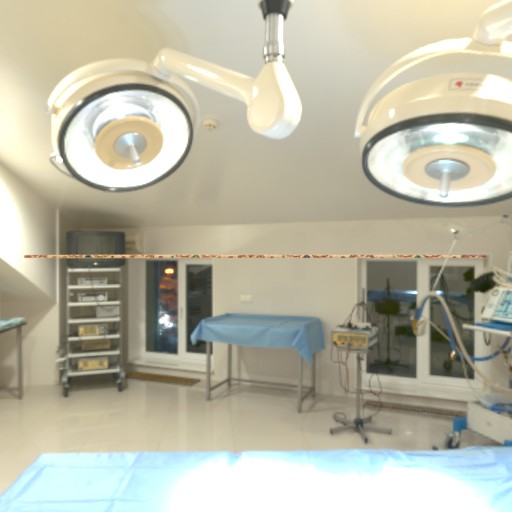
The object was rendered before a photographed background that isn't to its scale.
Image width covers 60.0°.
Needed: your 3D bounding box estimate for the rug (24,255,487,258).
[{"bbox_3d":[0.000,0.000,2.365,1.838,0.013,1.226,0,0,1],"label":"rug"}]
